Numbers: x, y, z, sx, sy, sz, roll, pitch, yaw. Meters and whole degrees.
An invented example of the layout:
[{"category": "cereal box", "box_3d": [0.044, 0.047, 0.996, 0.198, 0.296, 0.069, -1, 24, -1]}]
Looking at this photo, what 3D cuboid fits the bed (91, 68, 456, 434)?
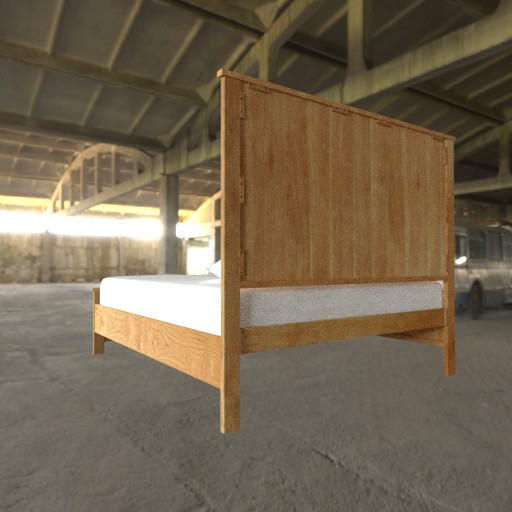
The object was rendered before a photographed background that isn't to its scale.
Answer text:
[{"category": "bed", "box_3d": [0.000, 0.000, 3.493, 1.936, 1.686, 2.201, 1, -1, -35]}]
